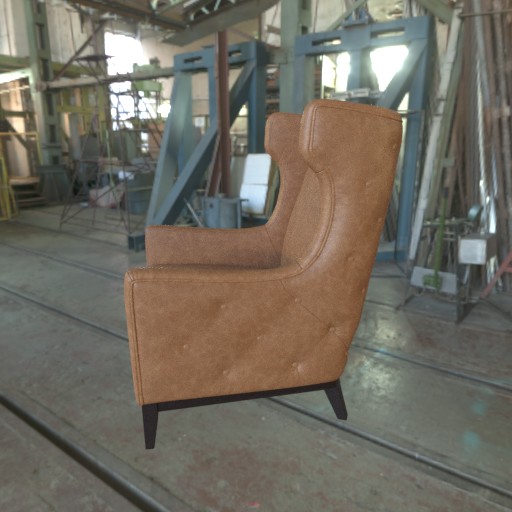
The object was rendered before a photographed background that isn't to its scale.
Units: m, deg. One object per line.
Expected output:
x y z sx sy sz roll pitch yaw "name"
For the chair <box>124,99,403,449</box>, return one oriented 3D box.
0.000 0.000 1.684 0.899 1.079 0.766 -2 15 -8 "chair"
